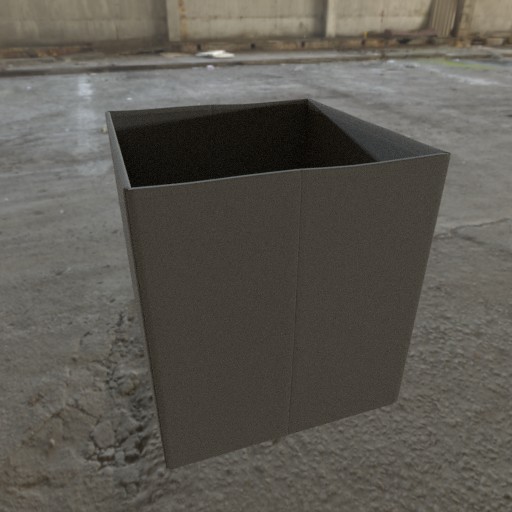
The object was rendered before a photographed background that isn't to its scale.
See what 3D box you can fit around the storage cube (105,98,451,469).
[{"bbox_3d":[0.000,0.000,0.491,0.270,0.280,0.270,-10,30,-17],"label":"storage cube"}]
